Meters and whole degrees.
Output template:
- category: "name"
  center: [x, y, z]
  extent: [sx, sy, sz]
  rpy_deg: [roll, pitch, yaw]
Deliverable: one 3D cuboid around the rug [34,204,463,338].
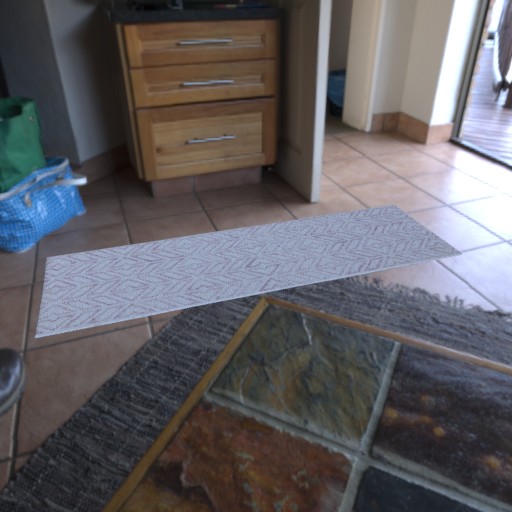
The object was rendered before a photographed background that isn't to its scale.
- category: "rug"
  center: [0.000, 0.000, 2.706]
  extent: [2.435, 0.009, 0.750]
  rpy_deg: [-10, 33, -15]
